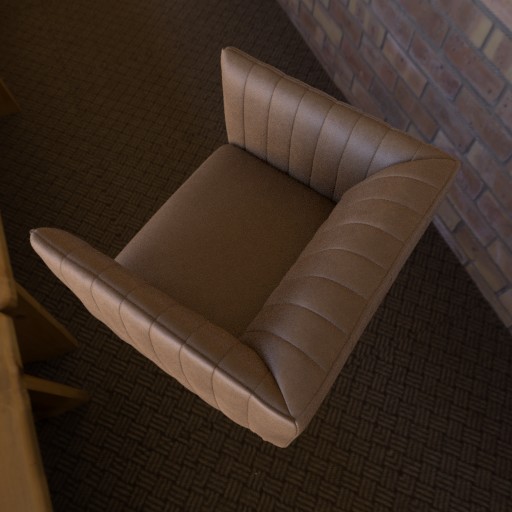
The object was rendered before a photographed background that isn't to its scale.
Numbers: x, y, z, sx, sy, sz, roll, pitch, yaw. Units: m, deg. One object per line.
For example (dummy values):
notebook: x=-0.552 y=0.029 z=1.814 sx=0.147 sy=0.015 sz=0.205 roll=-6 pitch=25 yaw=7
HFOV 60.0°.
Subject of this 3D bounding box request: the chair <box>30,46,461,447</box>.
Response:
chair: x=0.000 y=0.000 z=1.565 sx=0.876 sy=0.779 sz=0.981 roll=32 pitch=68 yaw=15
